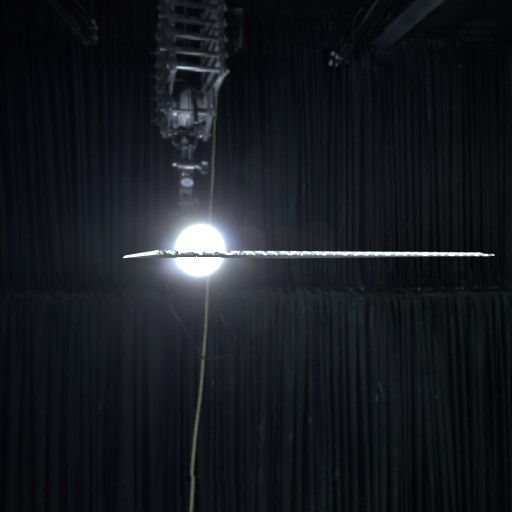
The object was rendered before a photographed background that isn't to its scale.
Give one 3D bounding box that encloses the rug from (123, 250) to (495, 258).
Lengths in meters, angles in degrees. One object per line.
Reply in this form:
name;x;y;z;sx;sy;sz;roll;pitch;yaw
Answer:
rug;0.000;0.000;2.285;1.230;0.014;1.847;0;-1;-19
